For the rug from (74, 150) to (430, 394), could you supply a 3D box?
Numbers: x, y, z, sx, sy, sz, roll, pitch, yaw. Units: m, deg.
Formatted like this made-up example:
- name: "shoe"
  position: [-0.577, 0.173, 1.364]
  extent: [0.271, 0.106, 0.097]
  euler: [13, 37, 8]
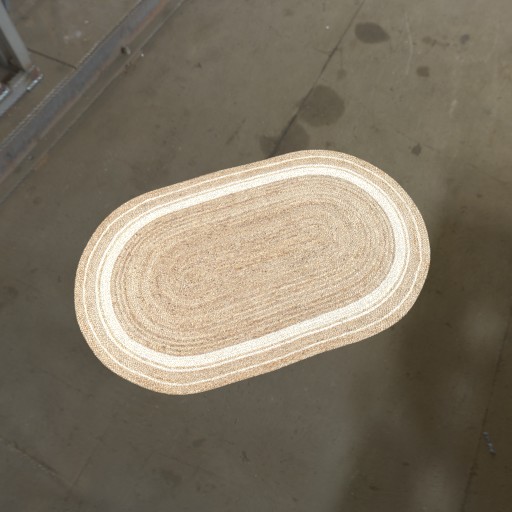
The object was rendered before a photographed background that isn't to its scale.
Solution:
- name: "rug"
  position: [0.000, 0.000, 3.002]
  extent: [2.432, 0.006, 1.520]
  euler: [-17, 65, -8]
